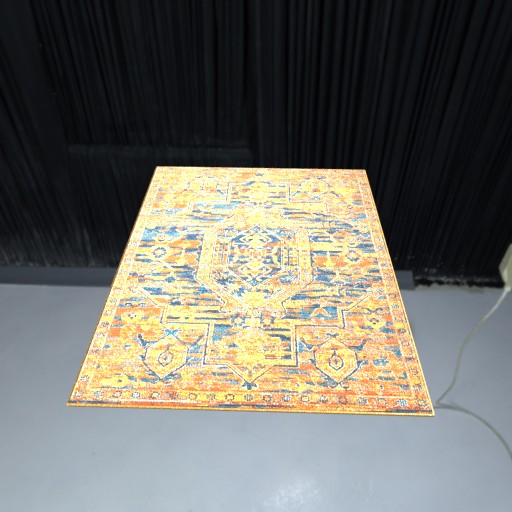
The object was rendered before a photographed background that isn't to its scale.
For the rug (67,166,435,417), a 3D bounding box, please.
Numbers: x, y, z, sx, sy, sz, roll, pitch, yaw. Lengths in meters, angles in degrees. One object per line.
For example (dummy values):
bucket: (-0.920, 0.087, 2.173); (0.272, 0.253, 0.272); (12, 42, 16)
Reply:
rug: (0.000, 0.000, 4.045); (2.435, 0.031, 3.040); (1, 42, 1)
